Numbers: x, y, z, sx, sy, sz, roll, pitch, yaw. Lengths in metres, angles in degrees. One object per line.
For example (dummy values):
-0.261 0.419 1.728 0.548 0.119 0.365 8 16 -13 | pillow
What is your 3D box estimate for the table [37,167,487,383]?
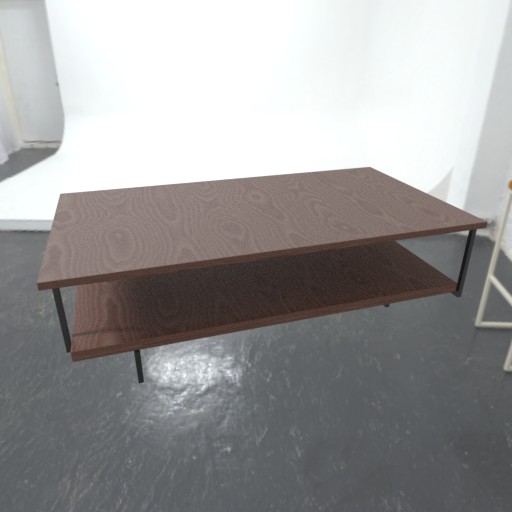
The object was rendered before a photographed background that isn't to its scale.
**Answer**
0.000 0.000 1.471 1.197 0.347 0.651 -8 27 -16 | table
